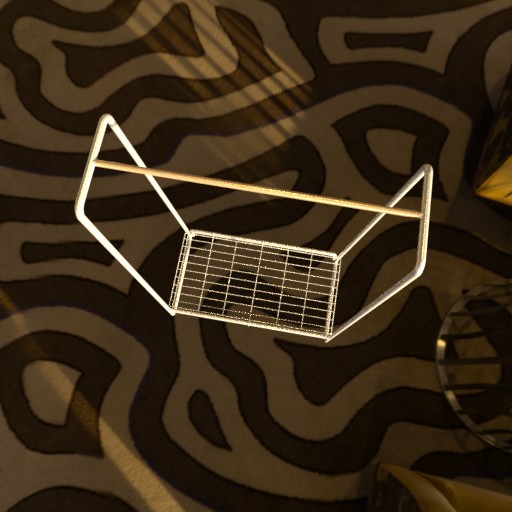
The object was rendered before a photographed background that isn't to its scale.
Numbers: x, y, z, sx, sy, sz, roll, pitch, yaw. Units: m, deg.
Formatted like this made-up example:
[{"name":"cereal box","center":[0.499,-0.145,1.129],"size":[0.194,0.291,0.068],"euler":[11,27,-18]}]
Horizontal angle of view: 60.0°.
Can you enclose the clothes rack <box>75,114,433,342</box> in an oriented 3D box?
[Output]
[{"name":"clothes rack","center":[0.000,0.000,1.870],"size":[0.900,1.500,0.495],"euler":[10,76,2]}]
